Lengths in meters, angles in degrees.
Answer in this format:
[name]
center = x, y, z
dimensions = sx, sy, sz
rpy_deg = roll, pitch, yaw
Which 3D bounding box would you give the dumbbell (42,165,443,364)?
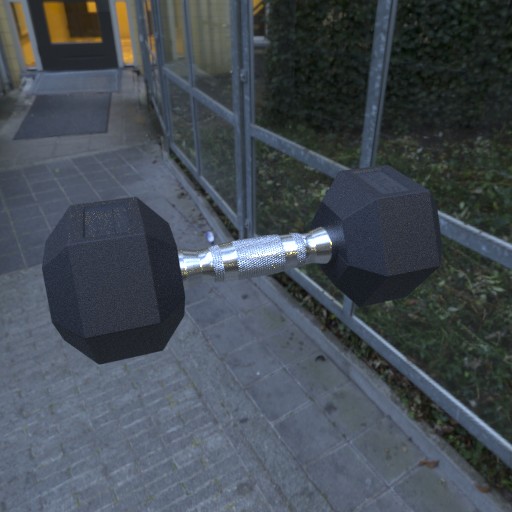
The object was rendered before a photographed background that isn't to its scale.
[dumbbell]
center = 0.000, 0.000, 0.320
dimensions = 0.272, 0.092, 0.106
rpy_deg = -10, 33, -15
